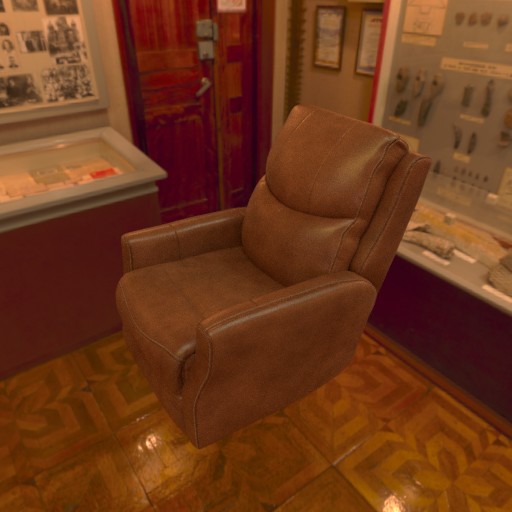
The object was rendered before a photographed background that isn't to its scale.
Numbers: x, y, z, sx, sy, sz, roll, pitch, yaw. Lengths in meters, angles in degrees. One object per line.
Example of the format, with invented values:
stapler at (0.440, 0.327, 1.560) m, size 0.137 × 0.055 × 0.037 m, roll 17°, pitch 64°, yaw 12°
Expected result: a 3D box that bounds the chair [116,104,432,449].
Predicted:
chair at (0.000, 0.000, 1.792) m, size 1.072 × 1.016 × 0.821 m, roll -20°, pitch 37°, yaw -28°
